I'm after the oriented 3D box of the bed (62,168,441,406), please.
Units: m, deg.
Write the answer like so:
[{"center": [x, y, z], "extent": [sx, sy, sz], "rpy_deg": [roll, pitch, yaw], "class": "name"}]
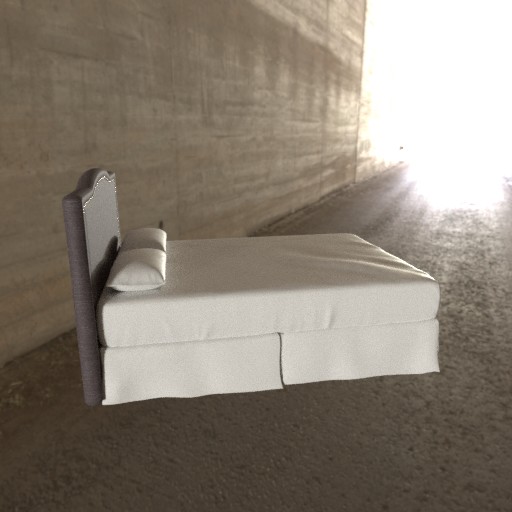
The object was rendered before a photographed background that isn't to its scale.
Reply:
[{"center": [0.000, 0.000, 3.628], "extent": [2.507, 1.441, 1.741], "rpy_deg": [-3, 16, -10], "class": "bed"}]
